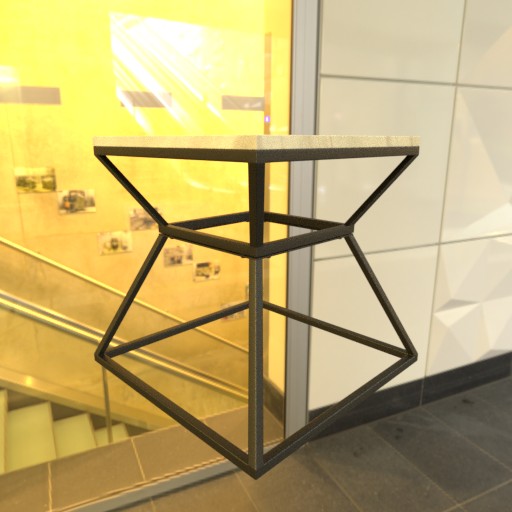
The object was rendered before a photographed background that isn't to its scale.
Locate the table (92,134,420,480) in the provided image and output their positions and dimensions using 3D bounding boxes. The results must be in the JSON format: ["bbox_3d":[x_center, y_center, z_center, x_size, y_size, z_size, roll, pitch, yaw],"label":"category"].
[{"bbox_3d":[0.000,0.000,0.827,0.455,0.431,0.455,-14,20,-43],"label":"table"}]
